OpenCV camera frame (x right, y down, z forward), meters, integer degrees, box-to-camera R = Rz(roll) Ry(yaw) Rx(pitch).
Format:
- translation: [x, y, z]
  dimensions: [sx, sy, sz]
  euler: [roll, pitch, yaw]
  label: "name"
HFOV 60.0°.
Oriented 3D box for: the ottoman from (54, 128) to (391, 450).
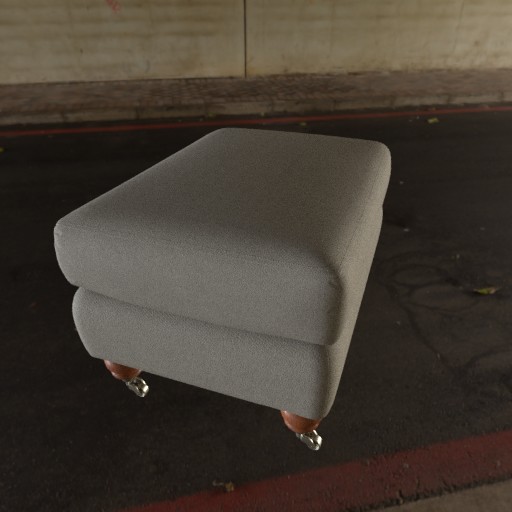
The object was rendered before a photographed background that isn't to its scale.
- translation: [0.000, 0.000, 1.139]
  dimensions: [0.569, 0.504, 0.773]
  euler: [10, 31, 17]
  label: "ottoman"
